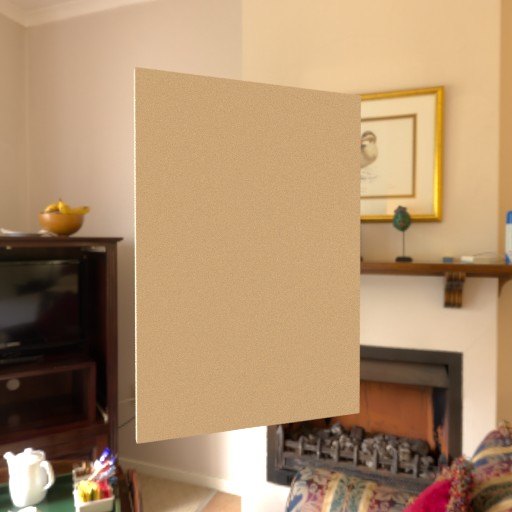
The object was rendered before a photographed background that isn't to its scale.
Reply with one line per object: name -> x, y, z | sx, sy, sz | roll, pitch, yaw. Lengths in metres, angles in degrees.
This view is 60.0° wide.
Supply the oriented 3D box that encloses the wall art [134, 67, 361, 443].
wall art -> 0.000, 0.000, 1.535 | 0.808, 1.183, 0.038 | 0, 1, -19
